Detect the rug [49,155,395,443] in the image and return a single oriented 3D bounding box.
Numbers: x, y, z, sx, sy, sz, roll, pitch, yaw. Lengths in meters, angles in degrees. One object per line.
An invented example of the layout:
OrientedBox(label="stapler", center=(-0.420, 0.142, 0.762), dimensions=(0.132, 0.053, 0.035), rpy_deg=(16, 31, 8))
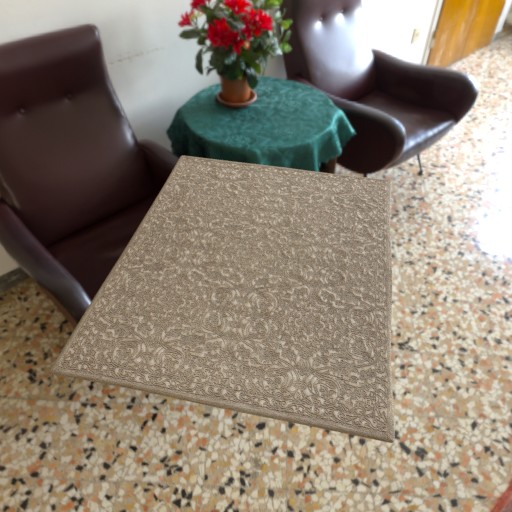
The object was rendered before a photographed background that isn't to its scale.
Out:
OrientedBox(label="rug", center=(0.000, 0.000, 4.105), dimensions=(2.472, 0.035, 3.017), rpy_deg=(8, 45, 8))
